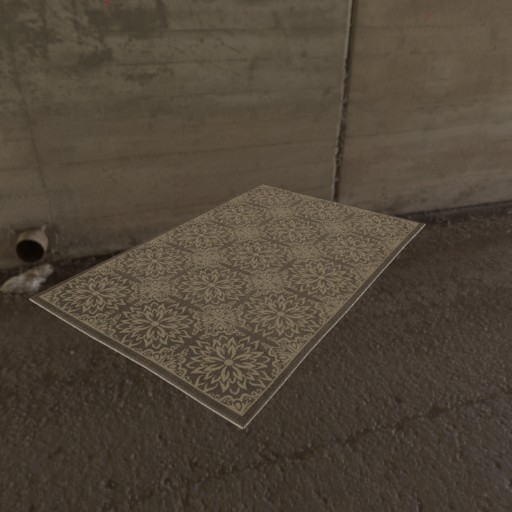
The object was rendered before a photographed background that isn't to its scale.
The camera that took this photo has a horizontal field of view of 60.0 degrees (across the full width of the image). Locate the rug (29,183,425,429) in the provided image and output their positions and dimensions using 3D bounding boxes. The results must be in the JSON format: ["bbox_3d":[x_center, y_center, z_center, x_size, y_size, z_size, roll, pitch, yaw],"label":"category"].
[{"bbox_3d":[0.000,0.000,3.510,1.819,0.018,2.746,19,35,30],"label":"rug"}]
